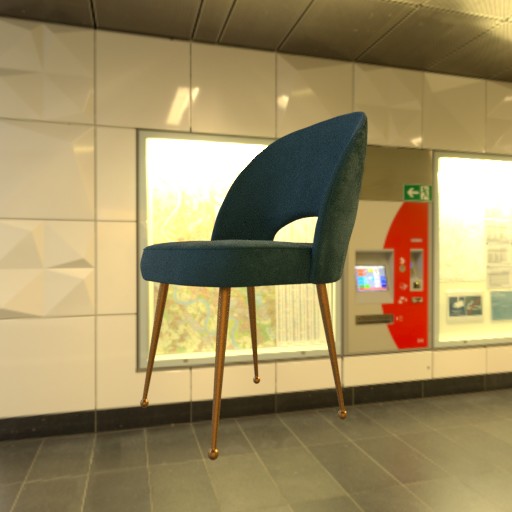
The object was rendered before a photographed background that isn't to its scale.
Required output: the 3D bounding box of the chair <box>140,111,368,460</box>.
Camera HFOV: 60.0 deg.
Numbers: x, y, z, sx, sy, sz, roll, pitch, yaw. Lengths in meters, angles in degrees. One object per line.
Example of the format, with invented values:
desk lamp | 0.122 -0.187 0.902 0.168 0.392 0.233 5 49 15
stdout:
chair | 0.000 0.000 1.240 0.577 0.860 0.527 0 1 -35
